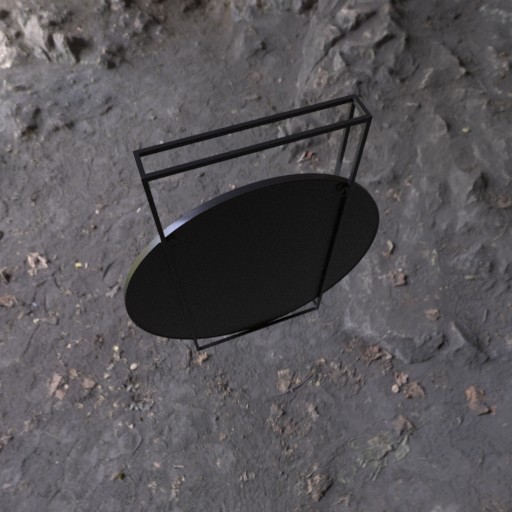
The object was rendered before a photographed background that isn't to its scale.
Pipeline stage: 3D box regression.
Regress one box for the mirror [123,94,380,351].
[{"bbox_3d":[0.000,0.000,0.831,0.508,0.603,0.051,-18,60,-11],"label":"mirror"}]
